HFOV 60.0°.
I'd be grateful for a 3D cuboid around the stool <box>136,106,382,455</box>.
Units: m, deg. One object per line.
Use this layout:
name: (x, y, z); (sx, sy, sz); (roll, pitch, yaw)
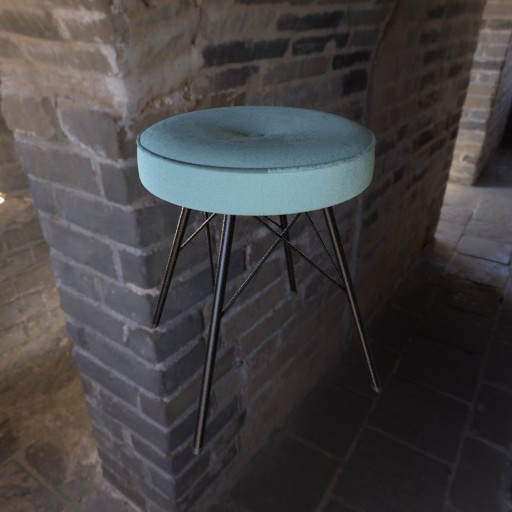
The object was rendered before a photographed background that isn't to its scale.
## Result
stool: (0.000, 0.000, 0.886); (0.458, 0.519, 0.457); (-7, 30, -12)
